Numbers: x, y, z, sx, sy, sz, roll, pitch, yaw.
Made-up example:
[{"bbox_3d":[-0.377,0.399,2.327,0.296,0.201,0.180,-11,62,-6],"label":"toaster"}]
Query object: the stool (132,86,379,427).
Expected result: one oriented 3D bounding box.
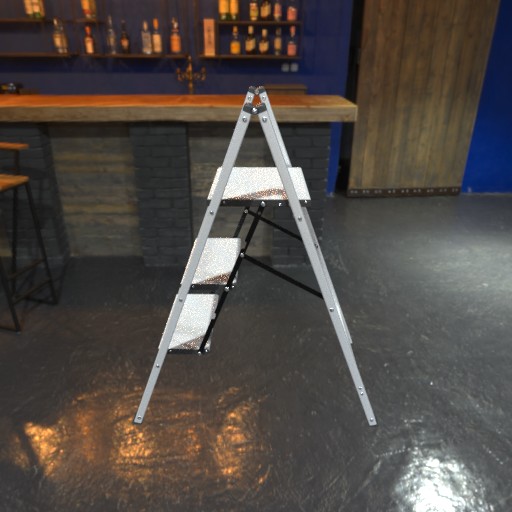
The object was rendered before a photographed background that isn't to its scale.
[{"bbox_3d":[0.000,0.000,1.307,0.730,0.902,0.441,0,26,1],"label":"stool"}]
